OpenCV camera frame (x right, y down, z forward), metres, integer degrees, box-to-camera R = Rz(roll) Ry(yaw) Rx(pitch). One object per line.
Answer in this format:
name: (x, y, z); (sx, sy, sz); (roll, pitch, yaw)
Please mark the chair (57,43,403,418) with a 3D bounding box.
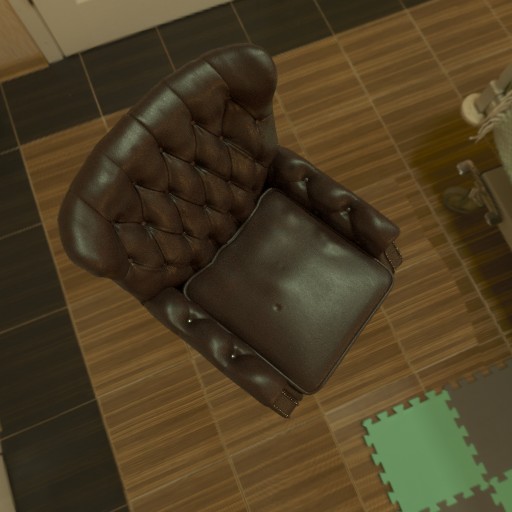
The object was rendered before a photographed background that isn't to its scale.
chair: (0.000, 0.000, 1.418); (0.823, 0.864, 0.709); (37, 78, 9)
